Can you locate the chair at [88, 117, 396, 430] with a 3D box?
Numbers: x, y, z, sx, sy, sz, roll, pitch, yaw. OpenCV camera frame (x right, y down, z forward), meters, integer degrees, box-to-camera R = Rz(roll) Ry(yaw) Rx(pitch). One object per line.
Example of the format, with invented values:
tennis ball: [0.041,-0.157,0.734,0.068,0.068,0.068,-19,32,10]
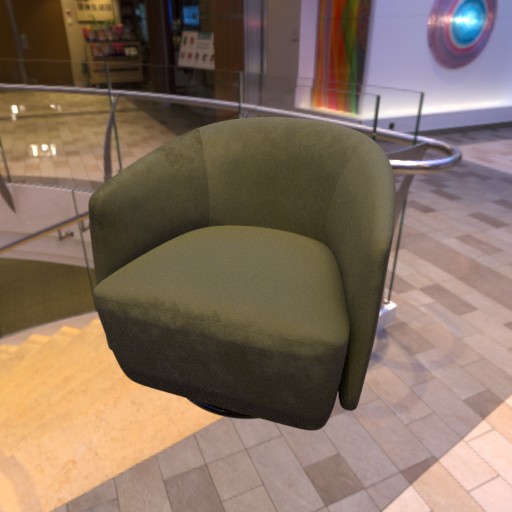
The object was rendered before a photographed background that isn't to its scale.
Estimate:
chair: [0.000,0.000,1.343,0.773,0.698,0.767,9,29,17]
